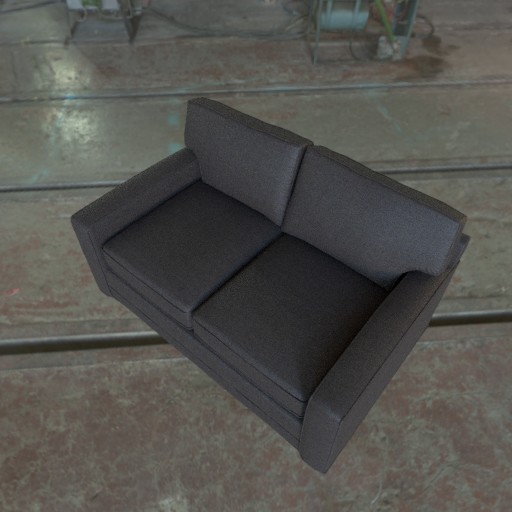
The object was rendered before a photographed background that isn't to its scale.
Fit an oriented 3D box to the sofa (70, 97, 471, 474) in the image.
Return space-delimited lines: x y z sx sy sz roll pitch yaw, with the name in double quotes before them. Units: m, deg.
"sofa" 0.000 0.000 2.098 1.534 0.887 0.974 32 55 26
